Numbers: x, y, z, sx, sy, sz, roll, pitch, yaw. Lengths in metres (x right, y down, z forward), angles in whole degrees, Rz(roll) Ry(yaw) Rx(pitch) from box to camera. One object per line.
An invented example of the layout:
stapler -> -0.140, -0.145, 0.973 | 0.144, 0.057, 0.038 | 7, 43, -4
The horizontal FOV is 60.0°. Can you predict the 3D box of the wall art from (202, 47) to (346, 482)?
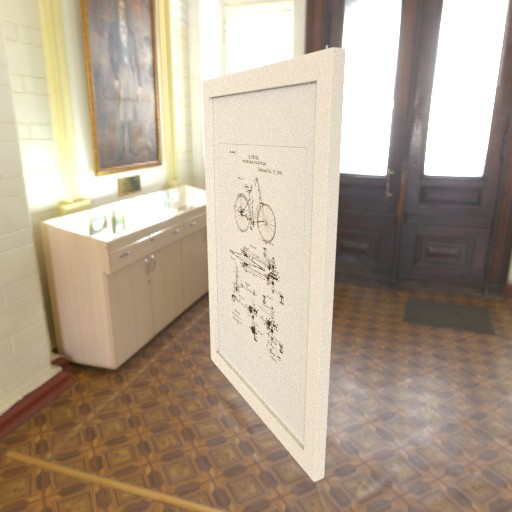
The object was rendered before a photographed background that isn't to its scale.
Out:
wall art -> 0.000, 0.000, 0.609 | 0.015, 0.477, 0.332 | -8, 18, -26
